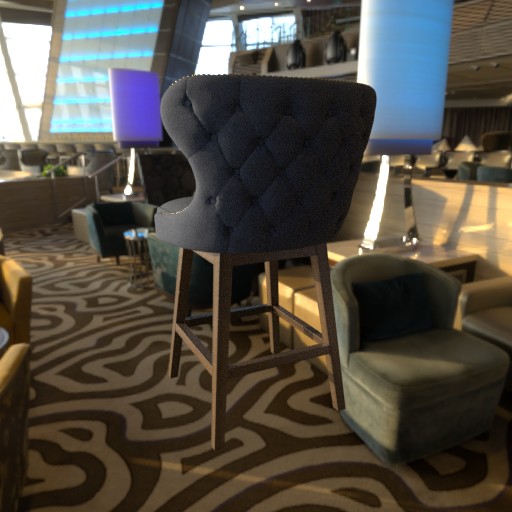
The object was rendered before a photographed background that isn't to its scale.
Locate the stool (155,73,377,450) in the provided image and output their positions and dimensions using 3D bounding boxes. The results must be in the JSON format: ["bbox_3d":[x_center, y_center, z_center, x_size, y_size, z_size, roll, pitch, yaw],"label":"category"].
[{"bbox_3d":[0.000,0.000,1.369,0.615,0.972,0.597,-7,16,-26],"label":"stool"}]
